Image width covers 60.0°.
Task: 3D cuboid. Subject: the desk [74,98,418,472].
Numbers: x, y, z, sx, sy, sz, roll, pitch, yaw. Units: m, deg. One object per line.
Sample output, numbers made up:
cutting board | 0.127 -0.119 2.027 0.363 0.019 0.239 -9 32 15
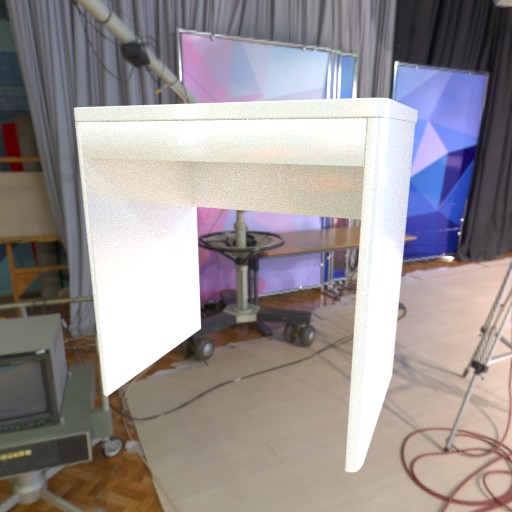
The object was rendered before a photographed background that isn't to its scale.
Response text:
desk | 0.000 0.000 1.274 0.762 0.800 0.549 7 17 24
